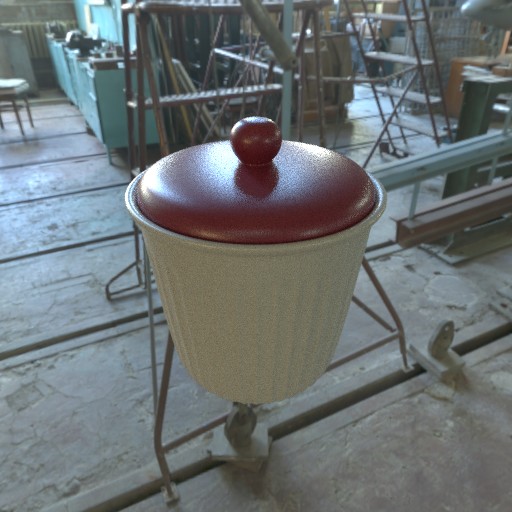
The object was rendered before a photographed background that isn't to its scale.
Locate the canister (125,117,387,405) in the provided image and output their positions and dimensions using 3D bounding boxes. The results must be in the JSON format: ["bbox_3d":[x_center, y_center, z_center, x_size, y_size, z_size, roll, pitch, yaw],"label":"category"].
[{"bbox_3d":[0.000,0.000,0.345,0.181,0.211,0.181,0,31,0],"label":"canister"}]
